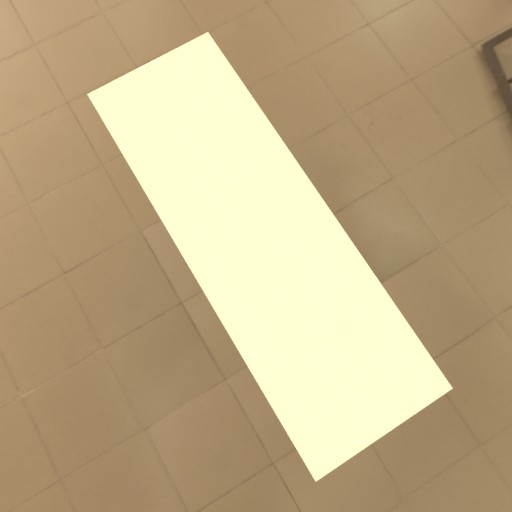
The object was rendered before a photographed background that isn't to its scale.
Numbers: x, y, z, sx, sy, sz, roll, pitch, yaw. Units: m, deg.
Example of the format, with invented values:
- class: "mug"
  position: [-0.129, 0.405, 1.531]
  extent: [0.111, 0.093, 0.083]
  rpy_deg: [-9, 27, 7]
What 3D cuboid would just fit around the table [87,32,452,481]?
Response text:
- class: "table"
  position: [0.000, 0.000, 1.852]
  extent: [0.508, 0.769, 1.500]
  rpy_deg: [-31, 78, -7]
